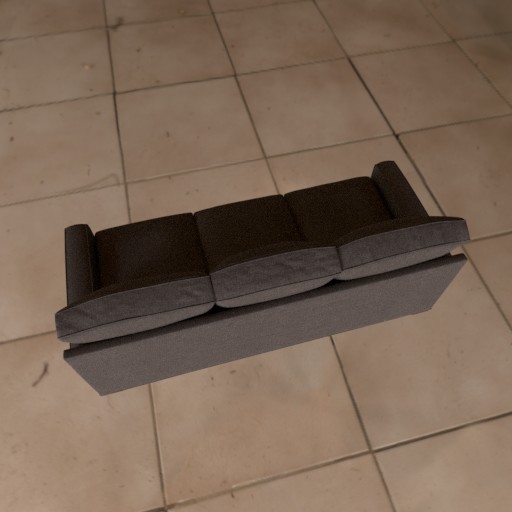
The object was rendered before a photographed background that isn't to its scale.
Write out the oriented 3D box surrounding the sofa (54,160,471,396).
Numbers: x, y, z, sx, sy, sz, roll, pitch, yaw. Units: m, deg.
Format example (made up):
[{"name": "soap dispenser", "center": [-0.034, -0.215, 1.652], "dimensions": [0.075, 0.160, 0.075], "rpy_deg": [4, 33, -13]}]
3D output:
[{"name": "sofa", "center": [0.000, 0.000, 2.910], "dimensions": [2.369, 0.978, 1.004], "rpy_deg": [-13, 58, -8]}]
